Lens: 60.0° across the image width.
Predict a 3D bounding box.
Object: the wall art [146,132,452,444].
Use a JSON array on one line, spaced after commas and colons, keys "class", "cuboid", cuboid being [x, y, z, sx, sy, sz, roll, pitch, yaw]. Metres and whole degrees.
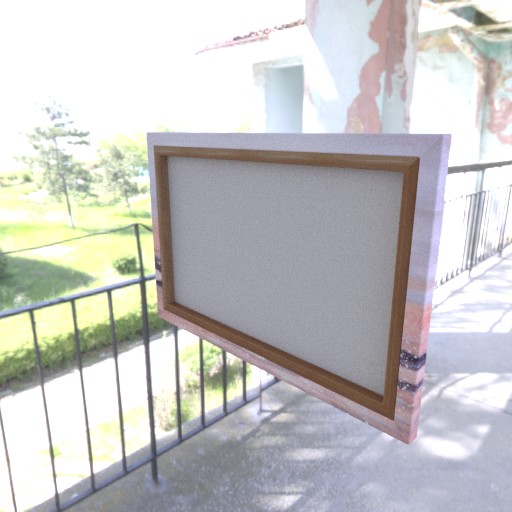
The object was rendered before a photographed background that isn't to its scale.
[{"class": "wall art", "cuboid": [0.000, 0.000, 1.137, 0.038, 0.609, 0.913, -15, 22, -43]}]
